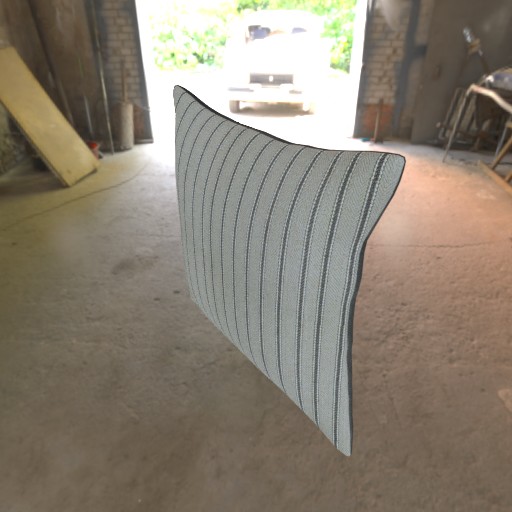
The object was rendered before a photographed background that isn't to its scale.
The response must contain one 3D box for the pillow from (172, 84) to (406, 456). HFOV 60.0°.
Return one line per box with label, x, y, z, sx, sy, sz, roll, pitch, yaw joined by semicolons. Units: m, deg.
pillow;0.000;0.000;0.683;0.138;0.444;0.468;-21;38;-30
